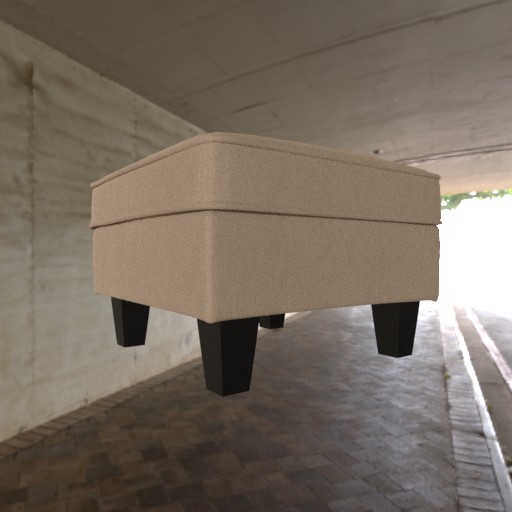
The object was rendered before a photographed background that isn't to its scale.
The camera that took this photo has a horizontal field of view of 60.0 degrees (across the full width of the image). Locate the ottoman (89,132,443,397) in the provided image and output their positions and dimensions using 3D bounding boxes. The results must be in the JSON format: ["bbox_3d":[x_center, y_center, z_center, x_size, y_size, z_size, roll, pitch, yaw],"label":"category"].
[{"bbox_3d":[0.000,0.000,1.037,0.616,0.438,0.613,0,0,-36],"label":"ottoman"}]
